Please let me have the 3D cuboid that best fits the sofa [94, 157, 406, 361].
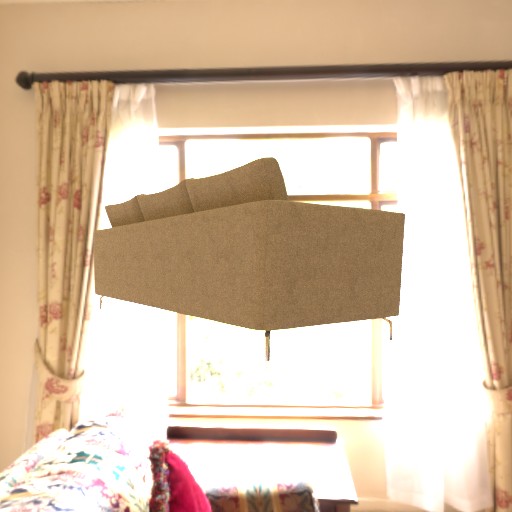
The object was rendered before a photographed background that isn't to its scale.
[{"bbox_3d":[0.000,0.000,3.149,1.626,0.864,2.438,0,0,-36],"label":"sofa"}]
